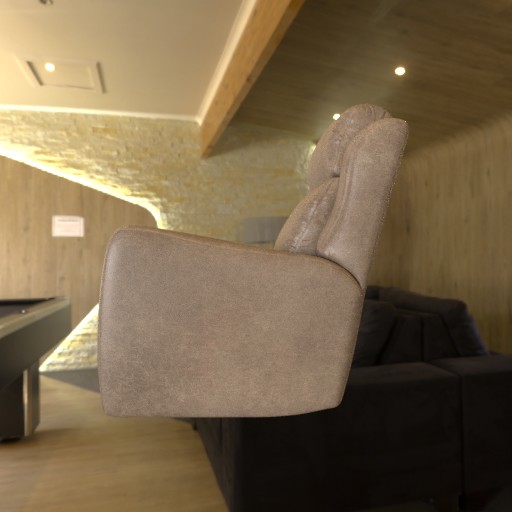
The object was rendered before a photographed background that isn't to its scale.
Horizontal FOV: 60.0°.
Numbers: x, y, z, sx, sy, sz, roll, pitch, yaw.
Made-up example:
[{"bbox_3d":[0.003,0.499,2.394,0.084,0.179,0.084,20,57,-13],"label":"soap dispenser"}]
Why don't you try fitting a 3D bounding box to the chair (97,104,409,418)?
[{"bbox_3d":[0.000,0.000,1.916,1.068,1.116,0.965,0,-1,1],"label":"chair"}]
